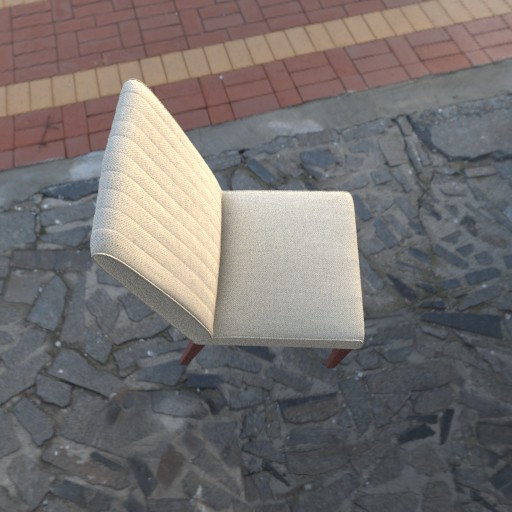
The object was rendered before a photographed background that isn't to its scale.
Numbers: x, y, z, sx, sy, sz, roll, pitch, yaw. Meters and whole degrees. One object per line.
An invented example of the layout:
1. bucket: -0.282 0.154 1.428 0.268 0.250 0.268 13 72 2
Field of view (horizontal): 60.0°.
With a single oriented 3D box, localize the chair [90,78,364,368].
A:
1. chair: 0.000 0.000 1.247 0.594 0.900 0.480 1 65 1
